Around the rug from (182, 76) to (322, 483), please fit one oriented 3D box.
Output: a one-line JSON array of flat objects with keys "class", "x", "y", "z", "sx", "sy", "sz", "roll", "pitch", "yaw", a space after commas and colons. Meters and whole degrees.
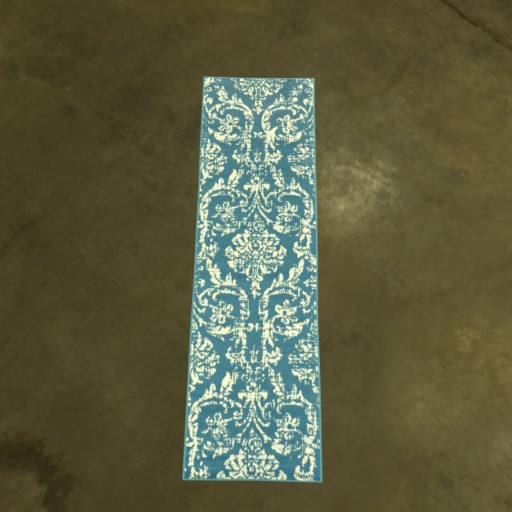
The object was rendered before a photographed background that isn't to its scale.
[{"class": "rug", "x": 0.000, "y": 0.000, "z": 2.363, "sx": 0.662, "sy": 0.011, "sz": 2.196, "roll": 1, "pitch": 76, "yaw": 0}]
